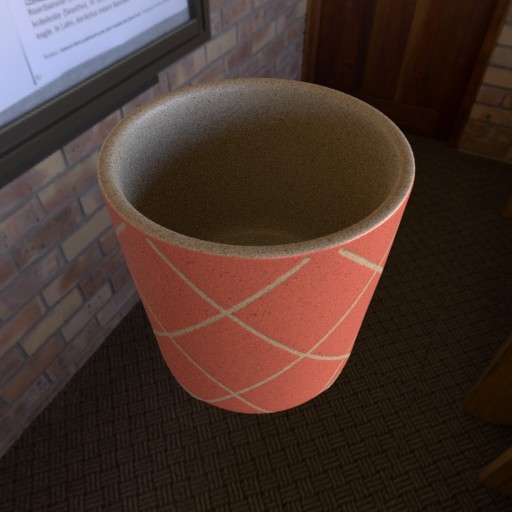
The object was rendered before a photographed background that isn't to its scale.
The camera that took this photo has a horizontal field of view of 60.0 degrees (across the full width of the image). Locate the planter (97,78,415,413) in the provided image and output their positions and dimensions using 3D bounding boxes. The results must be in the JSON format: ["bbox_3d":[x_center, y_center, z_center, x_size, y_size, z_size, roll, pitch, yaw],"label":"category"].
[{"bbox_3d":[0.000,0.000,0.409,0.227,0.235,0.227,0,46,0],"label":"planter"}]
